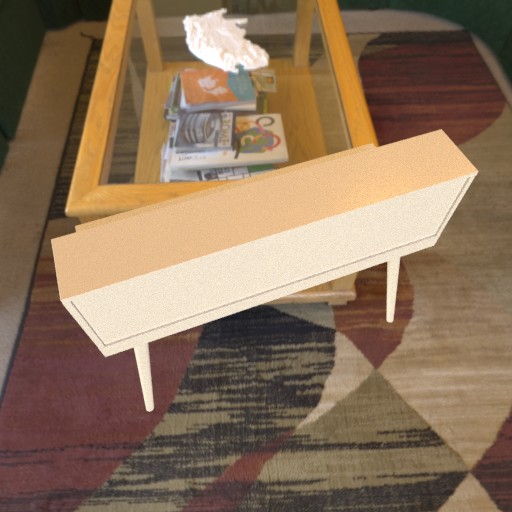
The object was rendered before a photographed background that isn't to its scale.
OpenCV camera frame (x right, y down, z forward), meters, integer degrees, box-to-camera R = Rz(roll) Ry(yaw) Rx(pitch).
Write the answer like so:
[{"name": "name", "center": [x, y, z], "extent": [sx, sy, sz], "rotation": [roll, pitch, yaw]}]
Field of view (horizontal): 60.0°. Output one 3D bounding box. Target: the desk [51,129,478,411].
[{"name": "desk", "center": [0.000, 0.000, 1.722], "extent": [1.199, 0.990, 0.559], "rotation": [-18, 59, -11]}]
